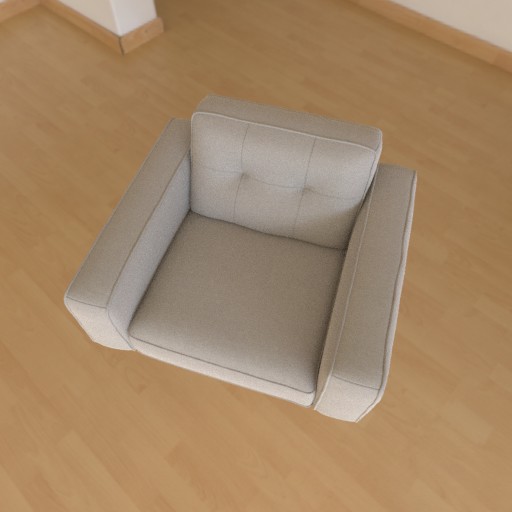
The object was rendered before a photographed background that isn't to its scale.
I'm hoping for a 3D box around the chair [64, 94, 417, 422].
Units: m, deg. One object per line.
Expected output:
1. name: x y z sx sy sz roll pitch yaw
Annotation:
1. chair: 0.000 0.000 1.772 1.115 0.779 0.953 15 59 9
